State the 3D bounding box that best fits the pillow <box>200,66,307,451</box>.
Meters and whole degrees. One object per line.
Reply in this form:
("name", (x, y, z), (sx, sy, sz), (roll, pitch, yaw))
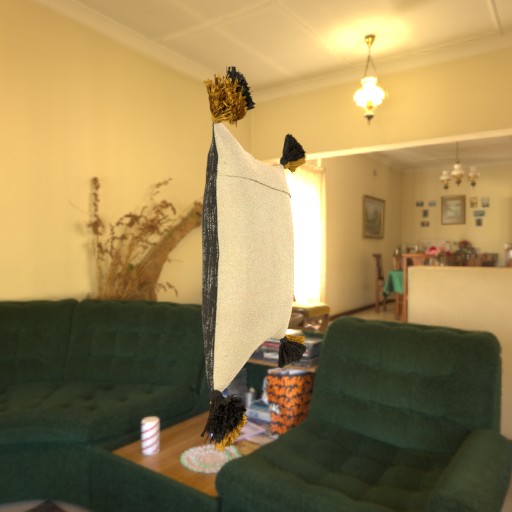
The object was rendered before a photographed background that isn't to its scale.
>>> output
("pillow", (0.000, 0.000, 0.989), (0.139, 0.659, 0.654), (0, 1, 18))
